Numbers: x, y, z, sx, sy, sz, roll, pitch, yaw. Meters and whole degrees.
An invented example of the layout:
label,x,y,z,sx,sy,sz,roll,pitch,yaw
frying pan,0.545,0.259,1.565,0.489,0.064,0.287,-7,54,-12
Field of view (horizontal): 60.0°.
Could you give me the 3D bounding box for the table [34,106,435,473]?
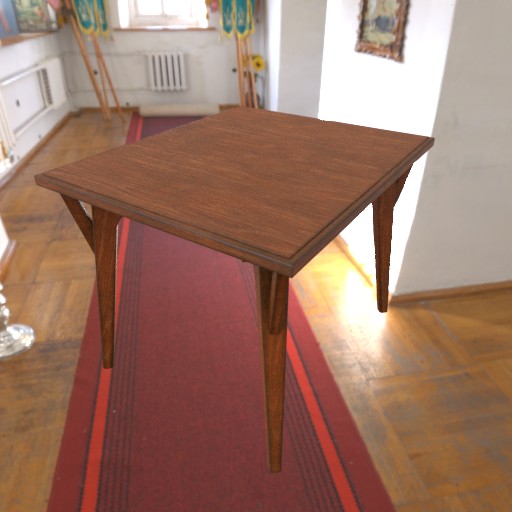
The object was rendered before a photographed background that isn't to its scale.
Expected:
label,x,y,z,sx,sy,sz,roll,pitch,yaw
table,0.000,0.000,1.591,0.838,0.761,0.991,20,37,28
